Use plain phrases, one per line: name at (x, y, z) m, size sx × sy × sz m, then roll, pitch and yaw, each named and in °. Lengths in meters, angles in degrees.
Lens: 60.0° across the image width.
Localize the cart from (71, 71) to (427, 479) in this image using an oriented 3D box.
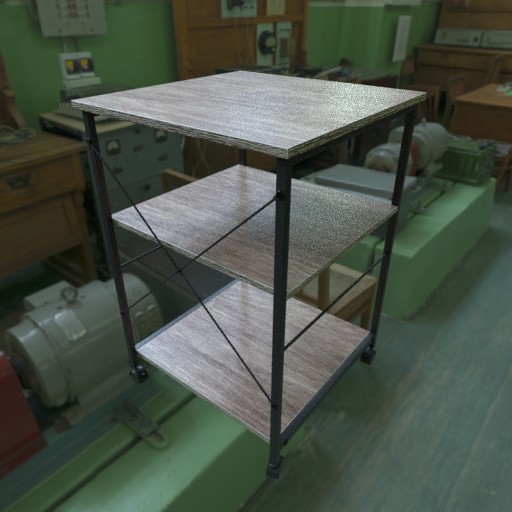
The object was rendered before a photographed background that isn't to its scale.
cart at (0.000, 0.000, 1.104) m, size 0.521 × 0.762 × 0.520 m, roll 22°, pitch 37°, yaw 32°
